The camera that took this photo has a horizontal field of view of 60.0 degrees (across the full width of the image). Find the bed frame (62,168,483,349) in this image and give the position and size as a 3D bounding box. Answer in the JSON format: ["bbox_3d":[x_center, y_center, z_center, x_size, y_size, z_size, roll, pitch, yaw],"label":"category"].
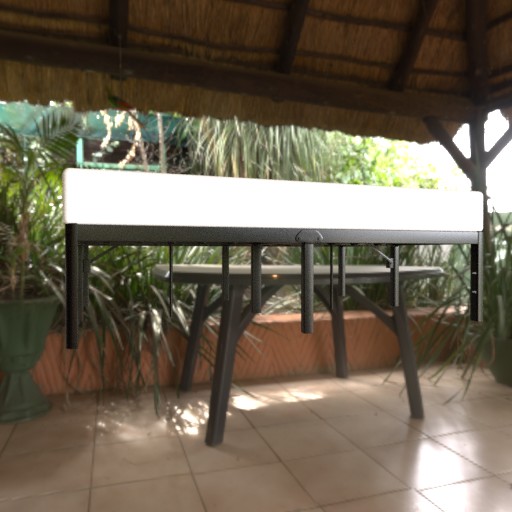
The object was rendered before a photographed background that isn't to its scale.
[{"bbox_3d":[0.000,0.000,2.568,1.956,0.659,1.408,0,1,-19],"label":"bed frame"}]
